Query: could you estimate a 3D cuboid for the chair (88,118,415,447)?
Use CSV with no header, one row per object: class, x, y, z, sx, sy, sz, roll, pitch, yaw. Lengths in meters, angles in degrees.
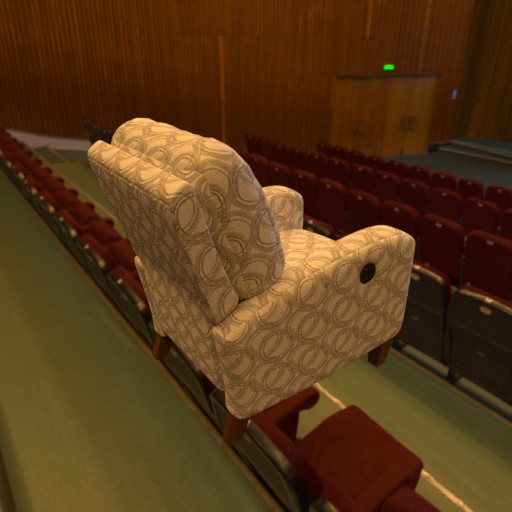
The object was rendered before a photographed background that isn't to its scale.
chair,0.000,0.000,1.764,0.995,1.065,0.796,-18,32,-33
